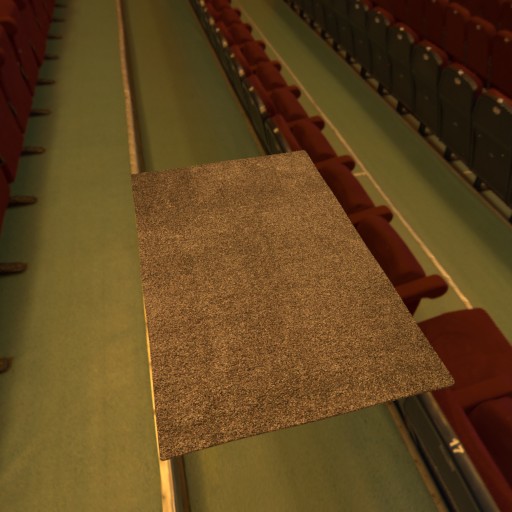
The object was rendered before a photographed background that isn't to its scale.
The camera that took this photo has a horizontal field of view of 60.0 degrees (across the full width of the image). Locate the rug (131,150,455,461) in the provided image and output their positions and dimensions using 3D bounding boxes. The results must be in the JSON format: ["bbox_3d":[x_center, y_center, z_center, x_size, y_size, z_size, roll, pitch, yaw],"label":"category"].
[{"bbox_3d":[0.000,0.000,2.943,1.501,0.025,2.352,-10,45,-10],"label":"rug"}]
